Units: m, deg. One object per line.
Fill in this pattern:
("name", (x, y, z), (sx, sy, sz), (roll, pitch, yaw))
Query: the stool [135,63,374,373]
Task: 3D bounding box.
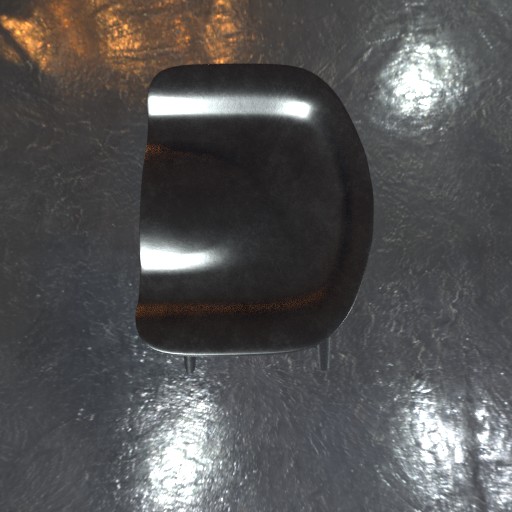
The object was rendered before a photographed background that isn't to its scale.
("stool", (0.000, 0.000, 0.867), (0.361, 0.615, 0.440), (-1, 75, 0))
